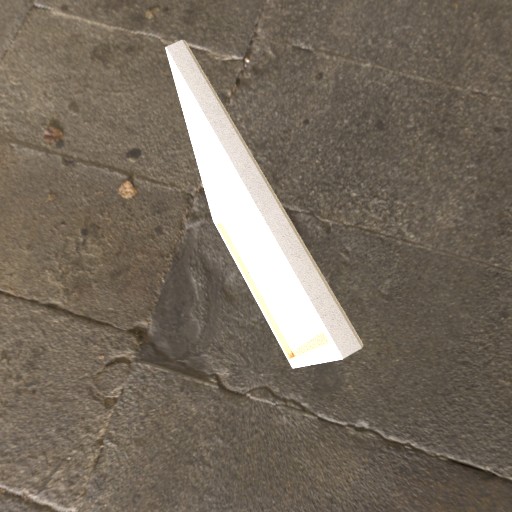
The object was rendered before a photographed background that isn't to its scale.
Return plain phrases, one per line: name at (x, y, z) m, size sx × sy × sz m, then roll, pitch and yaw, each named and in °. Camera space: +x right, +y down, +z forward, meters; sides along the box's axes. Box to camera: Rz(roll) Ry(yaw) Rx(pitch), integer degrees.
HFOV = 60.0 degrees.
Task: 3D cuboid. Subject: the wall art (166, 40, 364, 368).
wall art at (0.000, 0.000, 1.155) m, size 0.038 × 0.912 × 0.607 m, roll -27°, pitch 77°, yaw -7°
